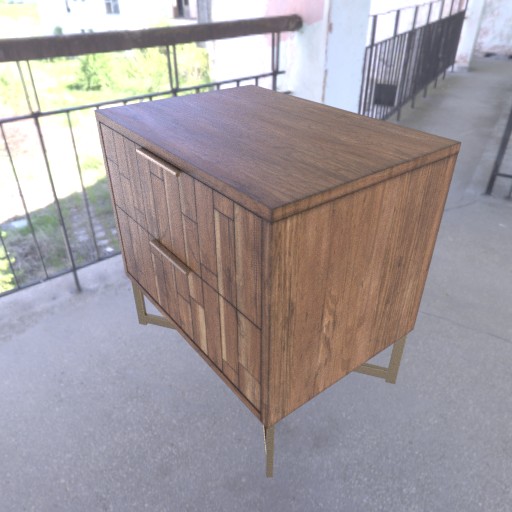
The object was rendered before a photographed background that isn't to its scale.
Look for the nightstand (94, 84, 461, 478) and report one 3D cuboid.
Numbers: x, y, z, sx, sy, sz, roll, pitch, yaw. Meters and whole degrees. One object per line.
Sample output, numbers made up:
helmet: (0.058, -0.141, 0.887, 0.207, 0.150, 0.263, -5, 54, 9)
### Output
nightstand: (0.000, 0.000, 1.033, 0.446, 0.610, 0.610, -23, 39, -31)
